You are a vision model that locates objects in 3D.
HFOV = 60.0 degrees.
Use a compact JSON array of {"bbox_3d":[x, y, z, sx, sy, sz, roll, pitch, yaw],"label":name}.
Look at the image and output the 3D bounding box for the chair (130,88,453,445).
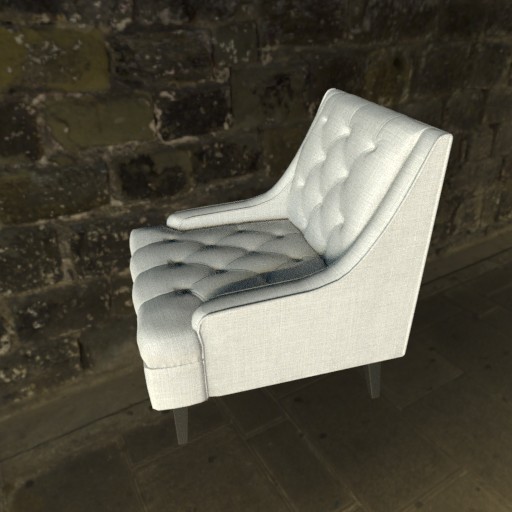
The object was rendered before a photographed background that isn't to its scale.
[{"bbox_3d":[0.000,0.000,1.396,0.772,0.891,0.658,-8,31,-14],"label":"chair"}]
